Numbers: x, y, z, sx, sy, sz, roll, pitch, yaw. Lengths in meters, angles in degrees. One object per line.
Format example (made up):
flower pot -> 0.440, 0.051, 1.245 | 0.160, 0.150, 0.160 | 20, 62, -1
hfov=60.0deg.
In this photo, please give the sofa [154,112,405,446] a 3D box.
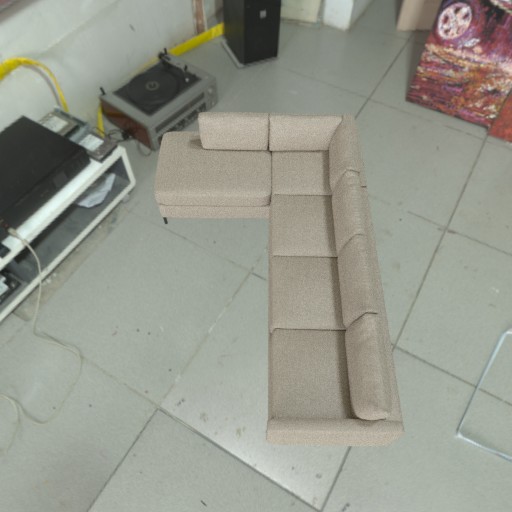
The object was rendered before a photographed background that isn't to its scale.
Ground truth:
sofa -> 0.000, 0.000, 3.121 | 1.617, 0.703, 2.423 | 1, 58, 0
